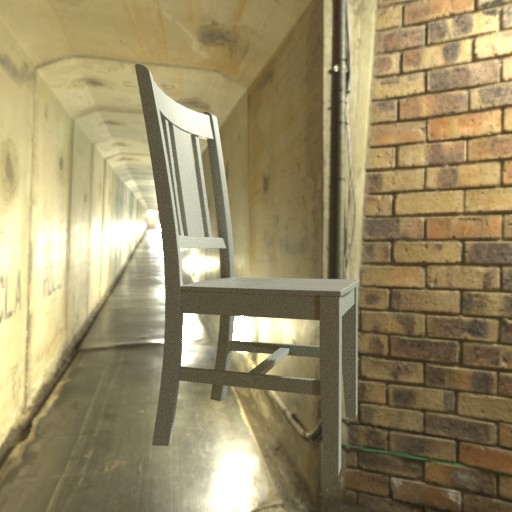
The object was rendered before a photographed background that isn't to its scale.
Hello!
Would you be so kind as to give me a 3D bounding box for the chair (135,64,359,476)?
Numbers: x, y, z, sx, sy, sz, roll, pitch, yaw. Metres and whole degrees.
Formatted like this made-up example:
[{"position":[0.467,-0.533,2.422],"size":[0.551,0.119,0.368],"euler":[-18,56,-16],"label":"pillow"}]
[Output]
[{"position":[0.000,0.000,1.284],"size":[0.555,0.998,0.450],"euler":[0,1,19],"label":"chair"}]
